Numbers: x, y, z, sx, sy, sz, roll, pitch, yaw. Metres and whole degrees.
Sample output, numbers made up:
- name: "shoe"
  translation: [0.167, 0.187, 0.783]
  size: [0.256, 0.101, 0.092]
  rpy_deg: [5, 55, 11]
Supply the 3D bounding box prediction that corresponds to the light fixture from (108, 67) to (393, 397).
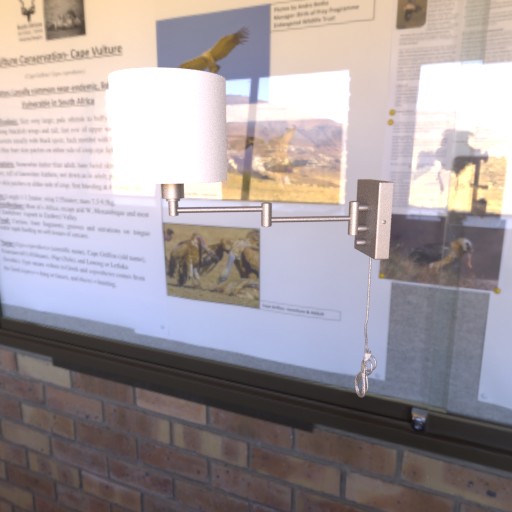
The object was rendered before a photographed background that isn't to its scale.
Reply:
- name: "light fixture"
  translation: [0.000, 0.000, 0.876]
  size: [0.516, 0.651, 0.203]
  rpy_deg: [-2, 13, -8]
